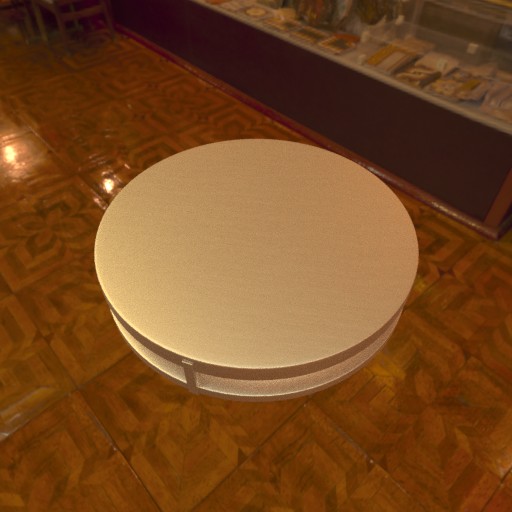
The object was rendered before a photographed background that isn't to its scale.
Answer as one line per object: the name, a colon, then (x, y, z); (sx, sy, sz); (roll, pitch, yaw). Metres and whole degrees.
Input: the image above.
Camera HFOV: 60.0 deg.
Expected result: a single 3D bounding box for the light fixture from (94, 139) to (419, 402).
light fixture: (0.000, 0.000, 0.535); (0.356, 0.102, 0.356); (0, 47, 0)
